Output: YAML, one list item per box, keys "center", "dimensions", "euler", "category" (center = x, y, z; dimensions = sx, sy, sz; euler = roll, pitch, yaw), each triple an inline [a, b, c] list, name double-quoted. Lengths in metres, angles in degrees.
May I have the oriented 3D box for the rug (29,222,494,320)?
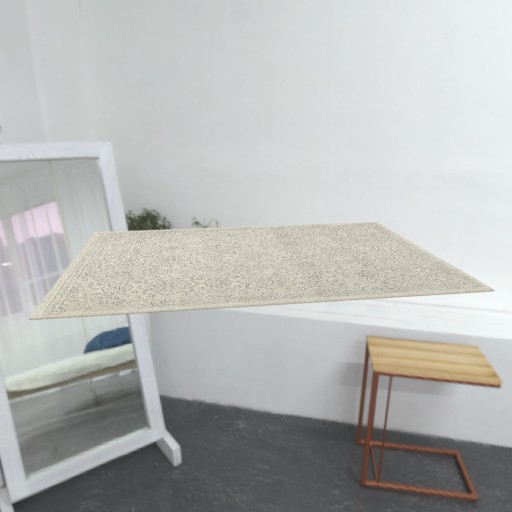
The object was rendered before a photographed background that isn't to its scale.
- center: [0.000, 0.000, 2.855]
  dimensions: [2.286, 0.011, 1.524]
  euler: [-3, 18, -8]
  category: "rug"
